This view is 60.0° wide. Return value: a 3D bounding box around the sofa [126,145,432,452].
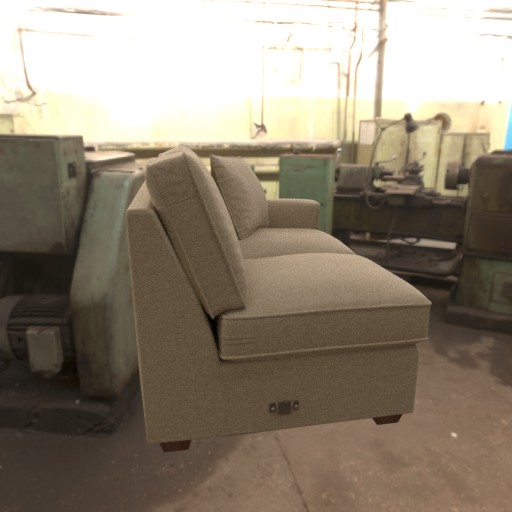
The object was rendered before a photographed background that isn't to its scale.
[{"bbox_3d":[0.000,0.000,2.040,0.991,0.989,1.388,-3,16,-10],"label":"sofa"}]
